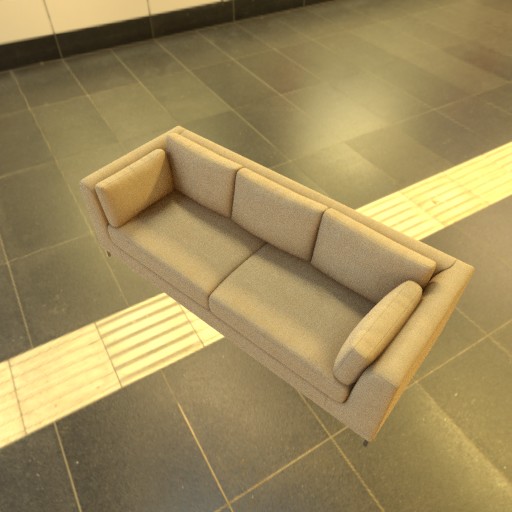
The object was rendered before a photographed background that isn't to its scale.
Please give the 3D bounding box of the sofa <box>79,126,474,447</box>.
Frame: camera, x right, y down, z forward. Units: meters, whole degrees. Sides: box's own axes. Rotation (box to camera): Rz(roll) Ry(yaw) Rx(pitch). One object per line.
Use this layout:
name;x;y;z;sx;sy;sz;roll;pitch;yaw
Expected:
sofa;0.000;0.000;2.995;2.415;0.867;0.969;31;54;26
